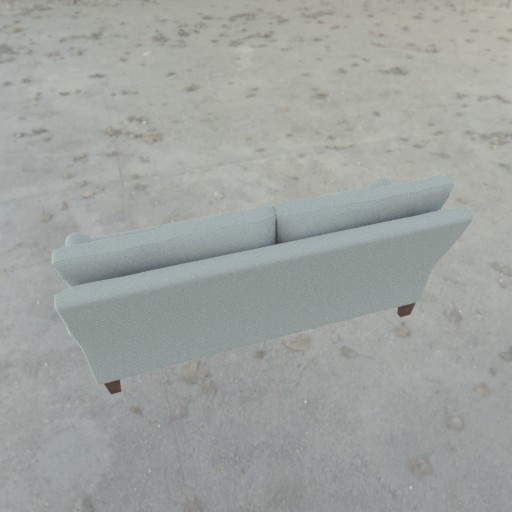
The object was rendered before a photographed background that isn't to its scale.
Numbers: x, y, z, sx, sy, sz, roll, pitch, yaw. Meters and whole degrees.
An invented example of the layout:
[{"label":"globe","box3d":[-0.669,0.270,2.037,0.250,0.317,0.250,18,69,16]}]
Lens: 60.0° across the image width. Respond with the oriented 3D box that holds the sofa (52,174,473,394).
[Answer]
[{"label":"sofa","box3d":[0.000,0.000,2.771,2.193,1.096,1.069,-12,42,-14]}]
